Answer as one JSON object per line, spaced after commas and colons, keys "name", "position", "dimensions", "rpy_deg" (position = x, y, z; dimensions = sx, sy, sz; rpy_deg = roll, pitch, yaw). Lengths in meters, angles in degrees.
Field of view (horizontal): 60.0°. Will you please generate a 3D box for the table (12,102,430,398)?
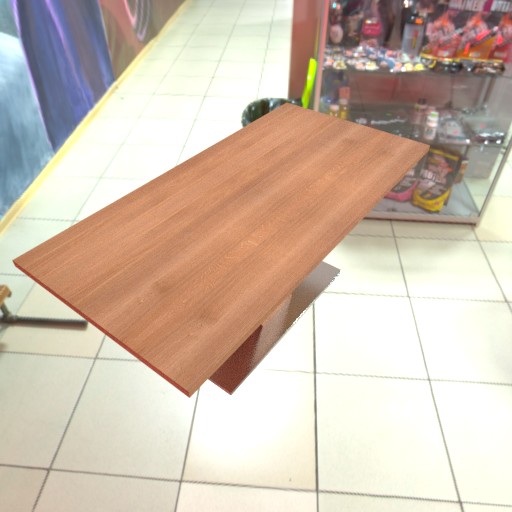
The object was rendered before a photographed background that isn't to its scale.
{"name": "table", "position": [0.000, 0.000, 2.222], "dimensions": [0.900, 0.750, 1.800], "rpy_deg": [27, 48, 27]}
